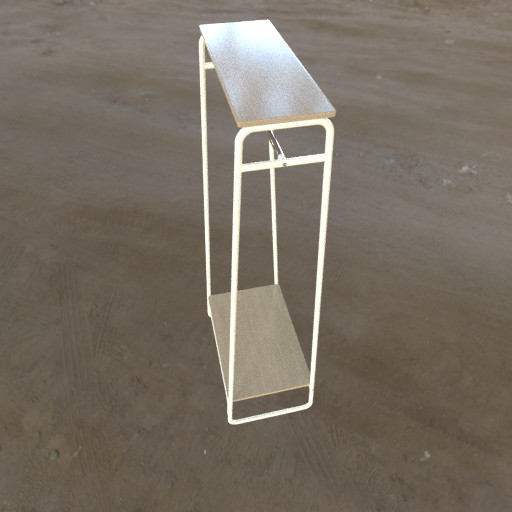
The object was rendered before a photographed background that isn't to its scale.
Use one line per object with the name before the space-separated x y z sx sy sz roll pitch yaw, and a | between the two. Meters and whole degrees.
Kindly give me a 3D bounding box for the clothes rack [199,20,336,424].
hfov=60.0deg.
clothes rack | 0.000 0.000 1.747 0.400 1.512 0.640 -9 46 -9
